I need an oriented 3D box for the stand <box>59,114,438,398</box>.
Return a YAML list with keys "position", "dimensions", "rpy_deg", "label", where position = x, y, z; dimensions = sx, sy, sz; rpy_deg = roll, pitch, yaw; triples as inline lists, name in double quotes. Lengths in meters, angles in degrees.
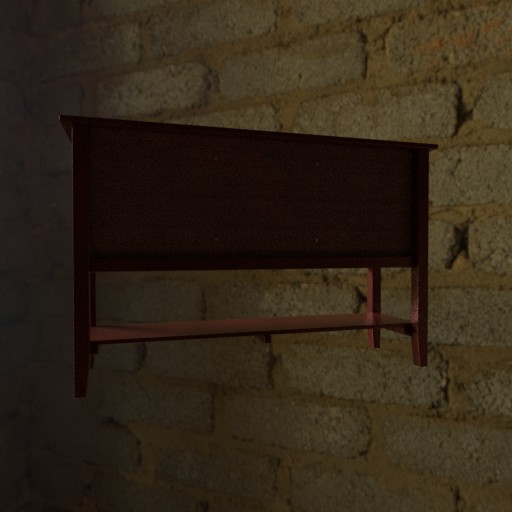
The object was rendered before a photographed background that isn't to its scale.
- position: [0.000, 0.000, 1.738]
  dimensions: [1.362, 0.872, 0.410]
  rpy_deg: [0, 1, -17]
  label: "stand"
